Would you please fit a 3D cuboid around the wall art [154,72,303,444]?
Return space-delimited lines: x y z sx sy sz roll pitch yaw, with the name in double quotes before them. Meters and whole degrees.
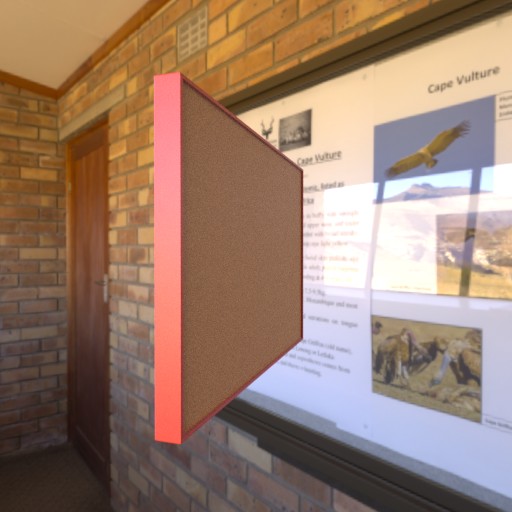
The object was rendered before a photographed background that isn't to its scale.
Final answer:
"wall art" 0.000 0.000 0.773 0.033 0.405 0.607 0 1 19
